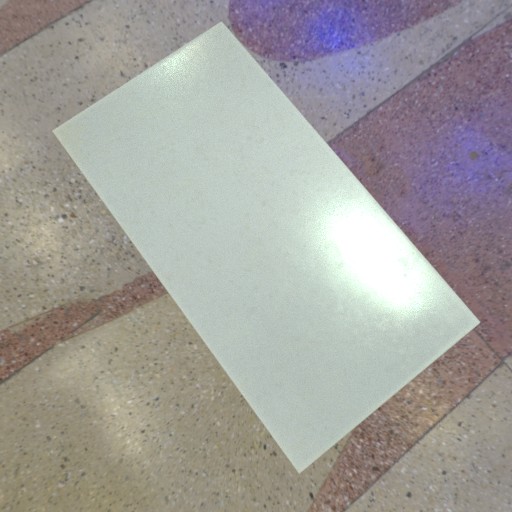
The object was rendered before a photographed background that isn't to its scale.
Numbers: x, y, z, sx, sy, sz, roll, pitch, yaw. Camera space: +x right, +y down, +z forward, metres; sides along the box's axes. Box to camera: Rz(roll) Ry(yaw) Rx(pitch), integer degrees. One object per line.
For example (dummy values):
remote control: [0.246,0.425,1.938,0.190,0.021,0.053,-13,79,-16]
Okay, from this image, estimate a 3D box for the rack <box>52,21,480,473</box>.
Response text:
rack: [0.000,0.000,1.659,0.613,0.880,1.159,-37,80,-7]
